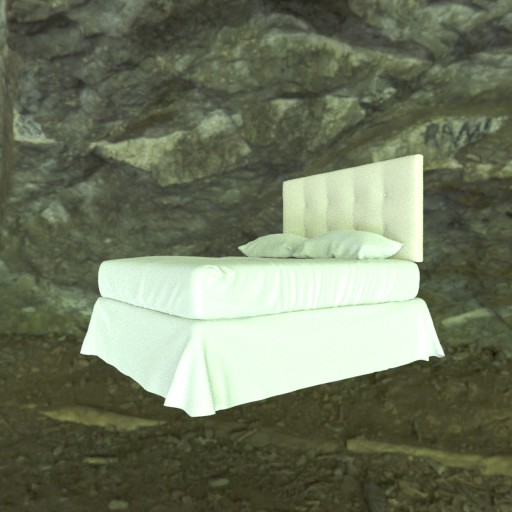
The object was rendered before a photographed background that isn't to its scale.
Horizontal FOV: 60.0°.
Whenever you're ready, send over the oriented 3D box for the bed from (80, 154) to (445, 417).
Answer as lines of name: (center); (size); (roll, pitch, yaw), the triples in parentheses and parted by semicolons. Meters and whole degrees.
bed: (0.000, 0.000, 3.486); (2.222, 1.577, 1.936); (0, 0, -36)
